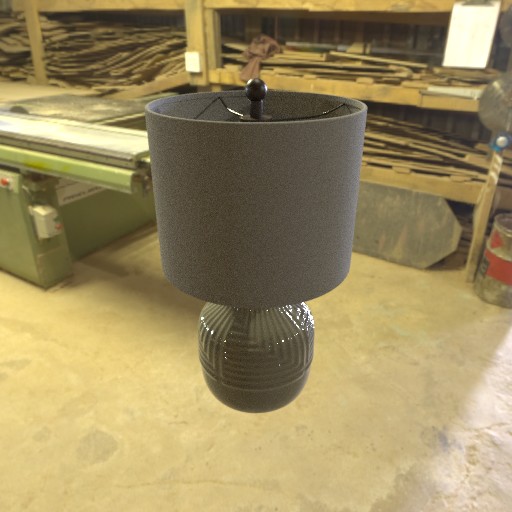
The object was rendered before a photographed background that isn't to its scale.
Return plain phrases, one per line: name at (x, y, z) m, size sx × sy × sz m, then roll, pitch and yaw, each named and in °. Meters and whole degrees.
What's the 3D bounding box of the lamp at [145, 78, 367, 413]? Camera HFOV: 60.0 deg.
lamp at (0.000, 0.000, 0.759) m, size 0.318 × 0.567 × 0.318 m, roll 0°, pitch 27°, yaw 0°
